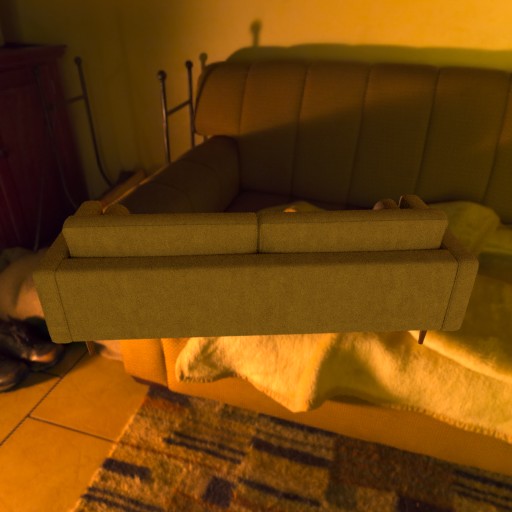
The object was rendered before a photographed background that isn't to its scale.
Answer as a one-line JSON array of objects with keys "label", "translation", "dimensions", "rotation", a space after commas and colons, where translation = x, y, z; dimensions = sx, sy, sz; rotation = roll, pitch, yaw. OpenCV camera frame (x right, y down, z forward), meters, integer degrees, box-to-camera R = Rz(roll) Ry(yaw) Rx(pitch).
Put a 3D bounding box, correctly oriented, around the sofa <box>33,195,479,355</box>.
[{"label": "sofa", "translation": [0.000, 0.000, 2.627], "dimensions": [2.200, 0.770, 0.919], "rotation": [-1, 30, -2]}]
